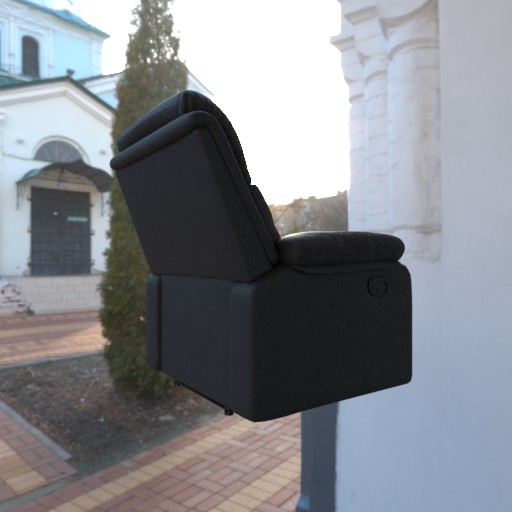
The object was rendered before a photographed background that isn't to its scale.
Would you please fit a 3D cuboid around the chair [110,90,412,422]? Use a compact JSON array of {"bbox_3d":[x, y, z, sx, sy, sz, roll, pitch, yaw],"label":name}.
[{"bbox_3d":[0.000,0.000,1.684,0.919,0.992,0.855,0,0,-35],"label":"chair"}]
